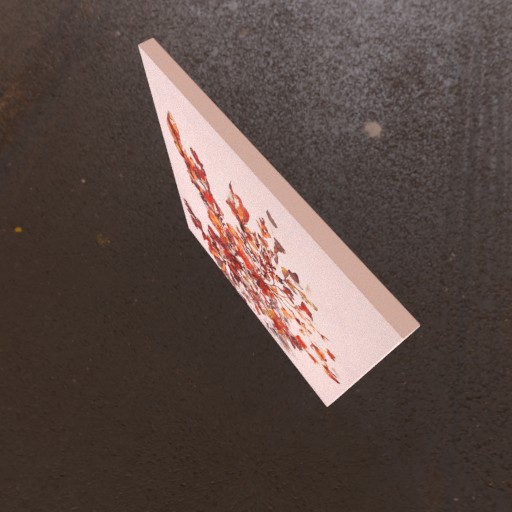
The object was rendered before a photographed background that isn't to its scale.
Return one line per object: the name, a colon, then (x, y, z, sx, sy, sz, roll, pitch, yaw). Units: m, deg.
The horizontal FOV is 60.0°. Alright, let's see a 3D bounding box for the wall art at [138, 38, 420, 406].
wall art: (0.000, 0.000, 1.482, 0.049, 1.009, 1.009, -34, 69, -15)
